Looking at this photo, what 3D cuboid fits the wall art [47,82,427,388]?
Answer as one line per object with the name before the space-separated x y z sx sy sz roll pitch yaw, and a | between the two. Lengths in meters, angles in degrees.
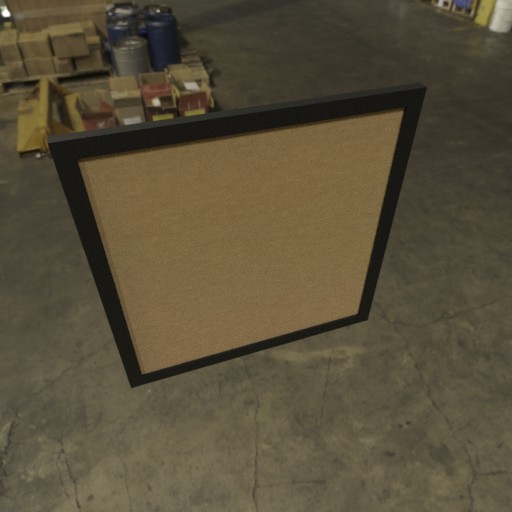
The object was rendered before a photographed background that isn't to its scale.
wall art | 0.000 0.000 0.519 0.356 0.356 0.013 -13 43 -14
